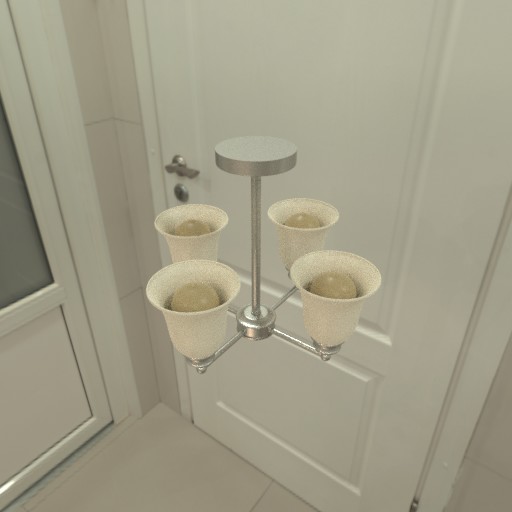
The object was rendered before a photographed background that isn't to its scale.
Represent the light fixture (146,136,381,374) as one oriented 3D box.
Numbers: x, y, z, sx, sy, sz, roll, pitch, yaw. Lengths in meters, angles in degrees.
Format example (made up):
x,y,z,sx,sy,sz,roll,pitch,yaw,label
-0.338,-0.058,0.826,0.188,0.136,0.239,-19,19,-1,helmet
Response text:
x,y,z,sx,sy,sz,roll,pitch,yaw,label
0.000,0.000,0.744,0.427,0.370,0.427,21,37,31,light fixture
